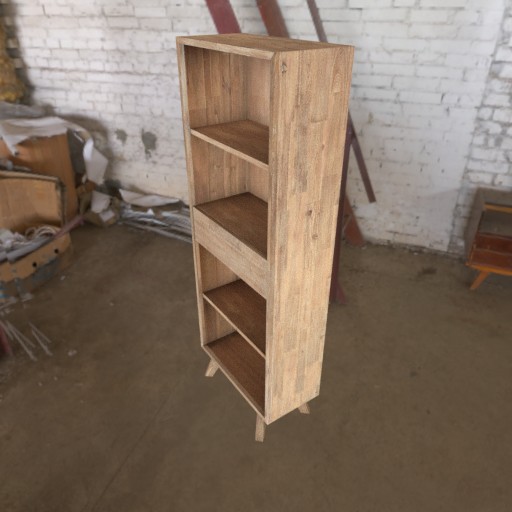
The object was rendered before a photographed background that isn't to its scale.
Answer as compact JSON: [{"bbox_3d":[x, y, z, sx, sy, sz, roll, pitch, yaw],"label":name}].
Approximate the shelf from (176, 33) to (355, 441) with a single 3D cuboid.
[{"bbox_3d":[0.000,0.000,1.531,0.267,1.342,0.491,-19,36,-29],"label":"shelf"}]
